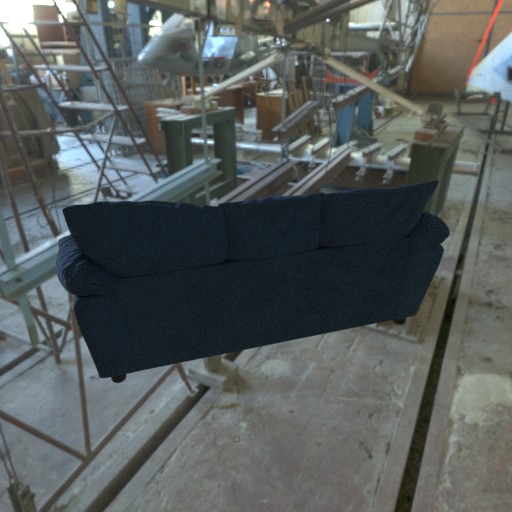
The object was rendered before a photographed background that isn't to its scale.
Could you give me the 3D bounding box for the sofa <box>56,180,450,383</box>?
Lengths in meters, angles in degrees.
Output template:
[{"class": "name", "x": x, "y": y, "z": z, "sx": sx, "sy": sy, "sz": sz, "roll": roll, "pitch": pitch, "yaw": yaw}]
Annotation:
[{"class": "sofa", "x": 0.000, "y": 0.000, "z": 2.890, "sx": 2.390, "sy": 1.091, "sz": 0.907, "roll": -8, "pitch": 27, "yaw": -16}]
